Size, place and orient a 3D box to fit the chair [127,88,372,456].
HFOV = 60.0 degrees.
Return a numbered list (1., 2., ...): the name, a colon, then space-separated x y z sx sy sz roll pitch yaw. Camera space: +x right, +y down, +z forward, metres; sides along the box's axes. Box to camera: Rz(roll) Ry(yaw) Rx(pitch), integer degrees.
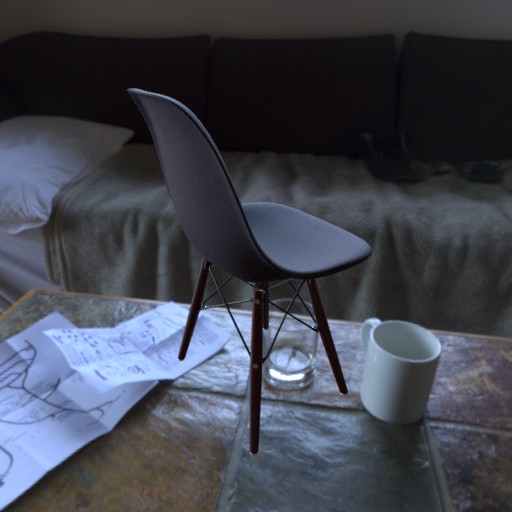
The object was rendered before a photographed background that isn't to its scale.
1. chair: 0.000 0.000 1.130 0.533 0.826 0.470 -18 32 -31
